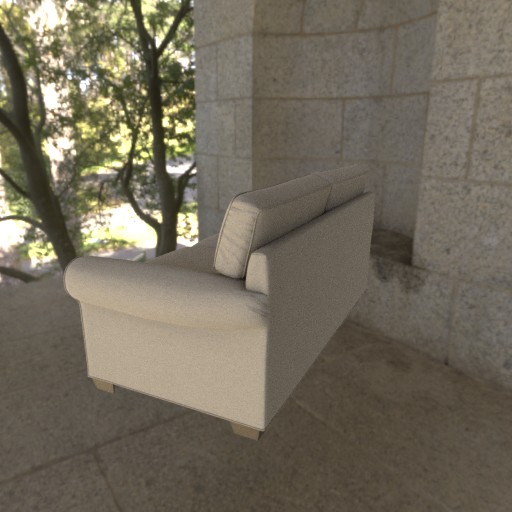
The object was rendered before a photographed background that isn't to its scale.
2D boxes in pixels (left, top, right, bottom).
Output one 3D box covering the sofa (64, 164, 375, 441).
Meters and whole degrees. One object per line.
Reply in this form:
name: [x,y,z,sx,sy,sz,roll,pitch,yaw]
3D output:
sofa: [0.000,0.000,2.487,0.940,0.952,1.930,8,17,25]
